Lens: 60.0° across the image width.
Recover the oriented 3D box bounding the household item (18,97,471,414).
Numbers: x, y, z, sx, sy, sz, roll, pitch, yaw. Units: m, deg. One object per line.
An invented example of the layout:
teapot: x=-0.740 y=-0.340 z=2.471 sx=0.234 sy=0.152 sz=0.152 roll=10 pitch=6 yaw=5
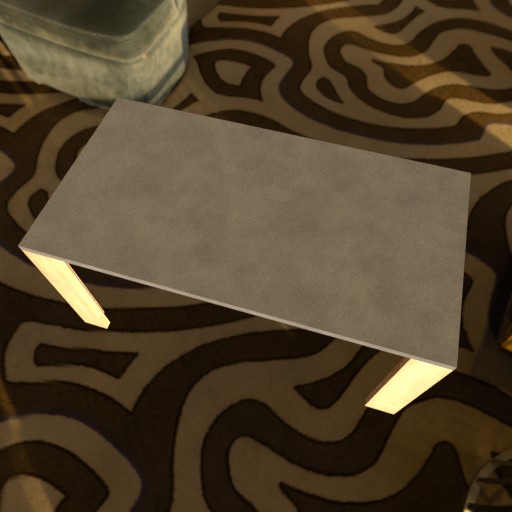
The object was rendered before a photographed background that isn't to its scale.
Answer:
household item: x=0.000 y=0.000 z=2.070 sx=1.600 sy=0.755 sz=0.850 roll=15 pitch=61 yaw=8
